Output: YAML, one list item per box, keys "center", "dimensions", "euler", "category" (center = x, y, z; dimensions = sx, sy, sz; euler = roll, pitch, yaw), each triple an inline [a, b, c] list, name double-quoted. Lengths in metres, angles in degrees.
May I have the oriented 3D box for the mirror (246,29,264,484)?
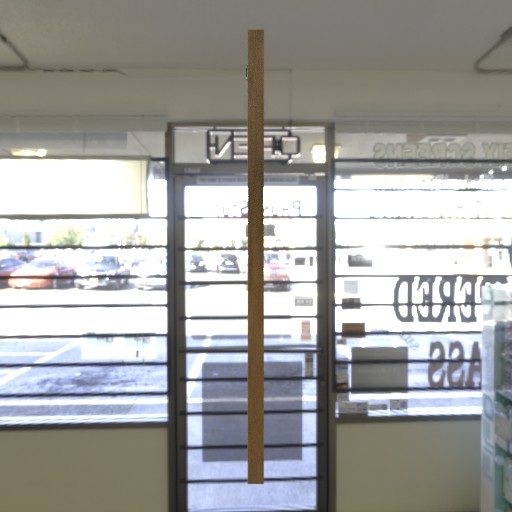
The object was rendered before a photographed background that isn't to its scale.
- center: [0.000, 0.000, 1.371]
  dimensions: [0.041, 1.016, 0.762]
  euler: [0, 1, 0]
  category: "mirror"
